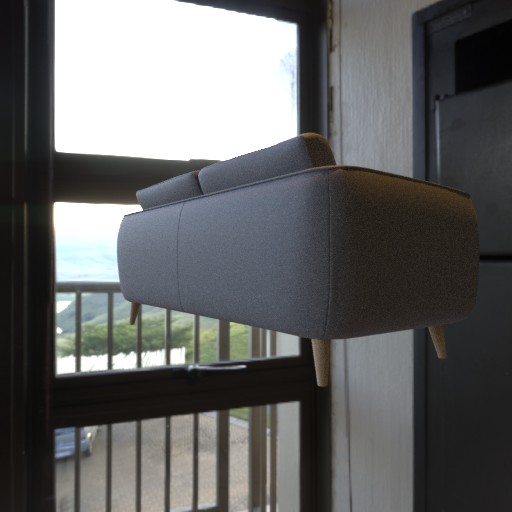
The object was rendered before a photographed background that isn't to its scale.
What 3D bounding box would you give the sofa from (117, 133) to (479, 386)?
[{"bbox_3d":[0.000,0.000,2.405,0.920,0.870,2.000,1,-1,-36],"label":"sofa"}]
